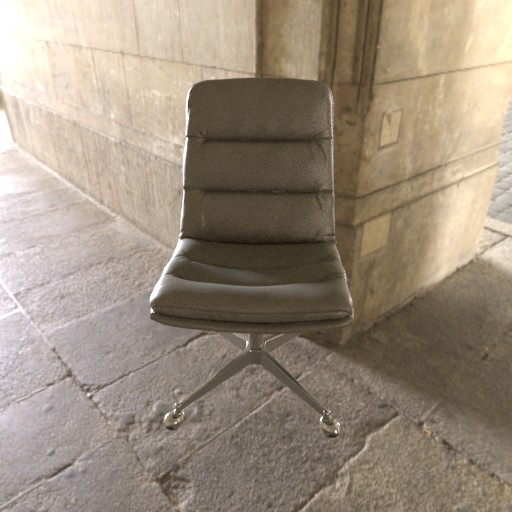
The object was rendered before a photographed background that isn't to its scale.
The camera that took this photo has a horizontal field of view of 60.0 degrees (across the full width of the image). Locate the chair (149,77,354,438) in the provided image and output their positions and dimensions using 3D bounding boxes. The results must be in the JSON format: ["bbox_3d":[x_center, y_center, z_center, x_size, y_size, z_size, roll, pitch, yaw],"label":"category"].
[{"bbox_3d":[0.000,0.000,1.051,0.422,0.738,0.485,1,30,2],"label":"chair"}]
